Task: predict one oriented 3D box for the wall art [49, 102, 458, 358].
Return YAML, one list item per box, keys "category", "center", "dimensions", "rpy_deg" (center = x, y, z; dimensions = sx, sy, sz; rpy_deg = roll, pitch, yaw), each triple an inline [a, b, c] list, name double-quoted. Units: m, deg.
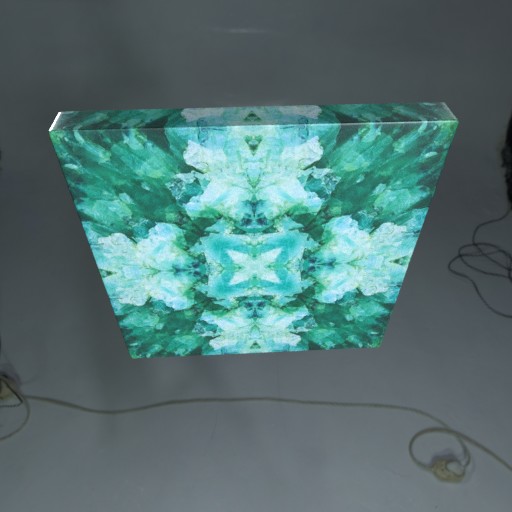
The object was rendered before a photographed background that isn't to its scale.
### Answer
- category: "wall art"
  center: [0.000, 0.000, 0.458]
  dimensions: [0.313, 0.313, 0.033]
  rpy_deg: [-2, 45, -2]
